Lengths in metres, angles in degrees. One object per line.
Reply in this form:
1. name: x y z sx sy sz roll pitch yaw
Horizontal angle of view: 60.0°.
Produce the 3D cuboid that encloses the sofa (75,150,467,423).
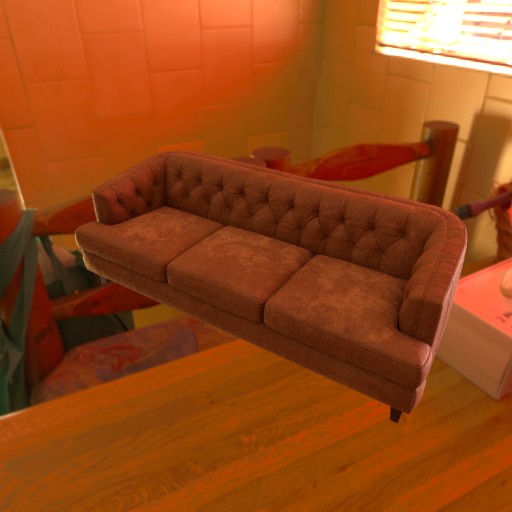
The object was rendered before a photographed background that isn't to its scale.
1. sofa: 0.000 0.000 2.684 2.257 0.791 0.922 19 36 28
